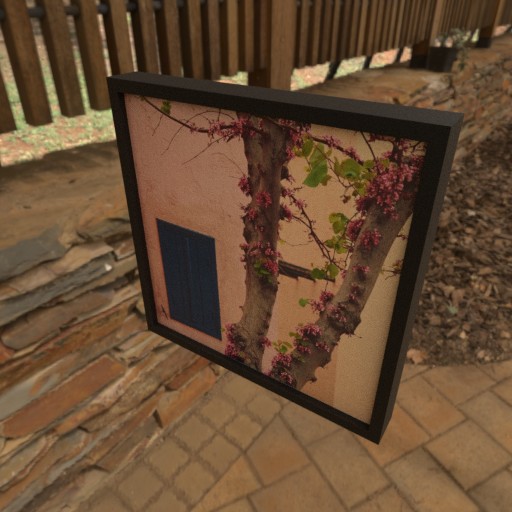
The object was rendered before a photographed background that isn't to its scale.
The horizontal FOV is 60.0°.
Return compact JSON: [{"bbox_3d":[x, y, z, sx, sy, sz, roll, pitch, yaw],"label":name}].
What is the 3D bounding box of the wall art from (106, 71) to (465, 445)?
[{"bbox_3d":[0.000,0.000,0.429,0.305,0.304,0.038,19,36,28],"label":"wall art"}]
